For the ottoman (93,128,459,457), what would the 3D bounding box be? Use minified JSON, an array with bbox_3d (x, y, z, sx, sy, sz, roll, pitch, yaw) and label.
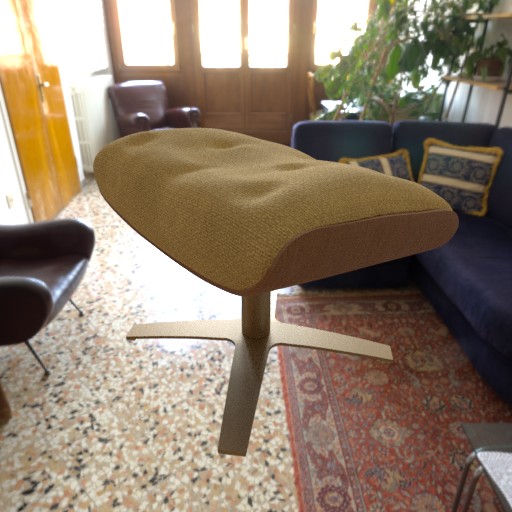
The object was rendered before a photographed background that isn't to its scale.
[{"bbox_3d":[0.000,0.000,0.783,0.394,0.391,0.520,-19,32,-33],"label":"ottoman"}]
